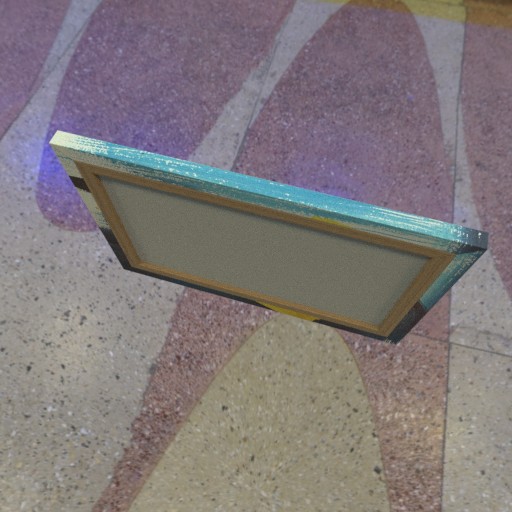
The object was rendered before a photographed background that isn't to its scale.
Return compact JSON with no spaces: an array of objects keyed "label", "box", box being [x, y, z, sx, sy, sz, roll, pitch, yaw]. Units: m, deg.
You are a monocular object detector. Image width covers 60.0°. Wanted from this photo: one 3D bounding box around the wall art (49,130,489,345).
[{"label":"wall art","box":[0.000,0.000,1.165,0.914,0.610,0.039,15,63,8]}]
